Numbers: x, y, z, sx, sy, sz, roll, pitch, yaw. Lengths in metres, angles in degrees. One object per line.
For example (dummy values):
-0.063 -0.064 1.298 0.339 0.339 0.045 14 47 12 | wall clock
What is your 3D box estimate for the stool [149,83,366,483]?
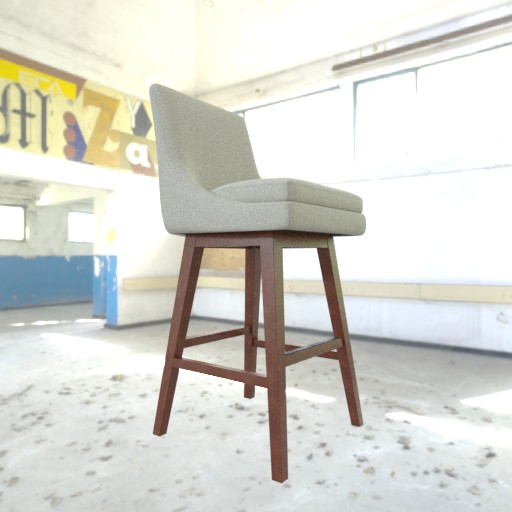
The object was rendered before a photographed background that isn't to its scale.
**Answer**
0.000 0.000 1.406 0.559 1.092 0.470 0 0 38 | stool
